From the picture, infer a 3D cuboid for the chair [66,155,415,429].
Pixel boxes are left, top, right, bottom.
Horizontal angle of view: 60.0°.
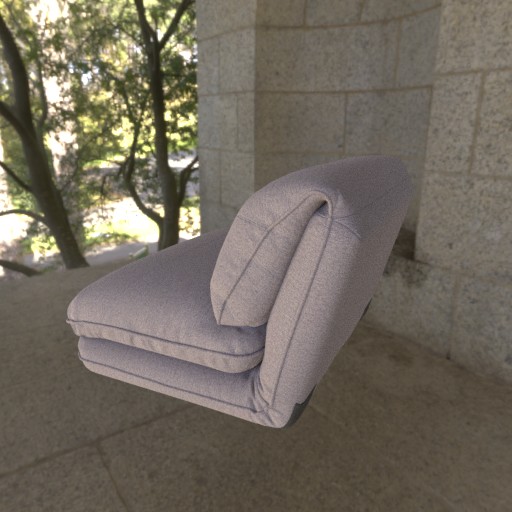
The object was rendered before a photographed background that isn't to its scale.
[{"bbox_3d":[0.000,0.000,1.331,0.780,0.580,0.820,8,18,25],"label":"chair"}]
